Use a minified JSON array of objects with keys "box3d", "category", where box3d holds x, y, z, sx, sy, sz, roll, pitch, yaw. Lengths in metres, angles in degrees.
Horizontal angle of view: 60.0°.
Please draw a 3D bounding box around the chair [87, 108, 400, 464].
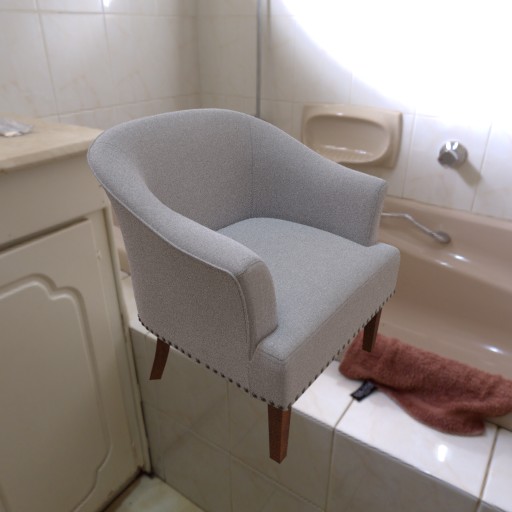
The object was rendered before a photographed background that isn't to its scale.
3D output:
[{"box3d":[0.000,0.000,1.401,0.704,0.815,0.798,19,32,33],"category":"chair"}]
